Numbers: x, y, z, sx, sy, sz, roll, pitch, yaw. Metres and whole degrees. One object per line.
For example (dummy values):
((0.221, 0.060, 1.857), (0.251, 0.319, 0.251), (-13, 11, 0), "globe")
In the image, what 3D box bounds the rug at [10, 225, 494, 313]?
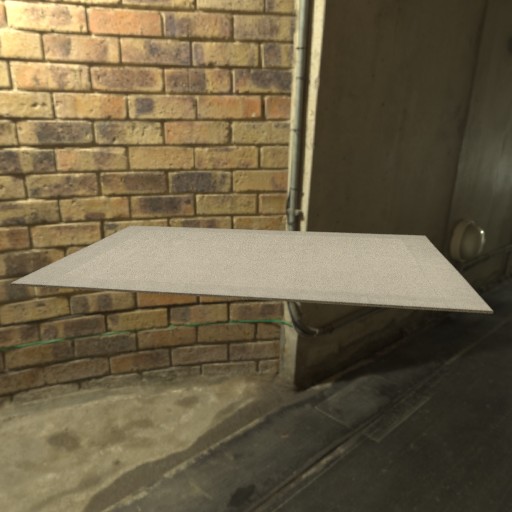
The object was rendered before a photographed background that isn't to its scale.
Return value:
((0.000, 0.000, 2.919), (2.438, 0.014, 1.524), (2, 16, 9), "rug")
